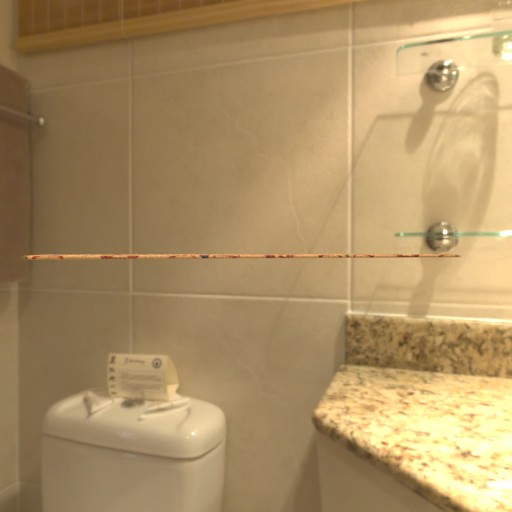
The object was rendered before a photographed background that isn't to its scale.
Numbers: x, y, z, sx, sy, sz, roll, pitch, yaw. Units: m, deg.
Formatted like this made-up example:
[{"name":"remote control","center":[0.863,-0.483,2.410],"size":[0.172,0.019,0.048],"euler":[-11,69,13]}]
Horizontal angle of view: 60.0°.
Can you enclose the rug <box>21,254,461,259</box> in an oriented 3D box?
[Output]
[{"name":"rug","center":[0.000,0.000,2.499],"size":[2.273,0.016,0.693],"euler":[0,1,-19]}]
